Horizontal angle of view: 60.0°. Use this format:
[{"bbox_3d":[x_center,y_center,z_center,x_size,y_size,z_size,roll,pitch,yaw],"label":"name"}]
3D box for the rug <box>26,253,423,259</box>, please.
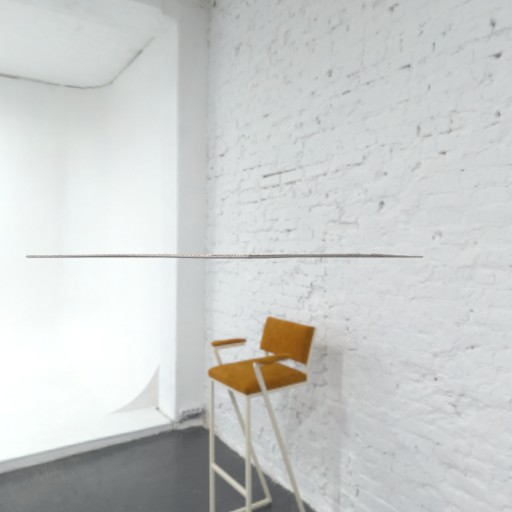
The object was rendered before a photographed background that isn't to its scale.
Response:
[{"bbox_3d":[0.000,0.000,3.045,1.609,0.030,2.342,0,0,36],"label":"rug"}]
